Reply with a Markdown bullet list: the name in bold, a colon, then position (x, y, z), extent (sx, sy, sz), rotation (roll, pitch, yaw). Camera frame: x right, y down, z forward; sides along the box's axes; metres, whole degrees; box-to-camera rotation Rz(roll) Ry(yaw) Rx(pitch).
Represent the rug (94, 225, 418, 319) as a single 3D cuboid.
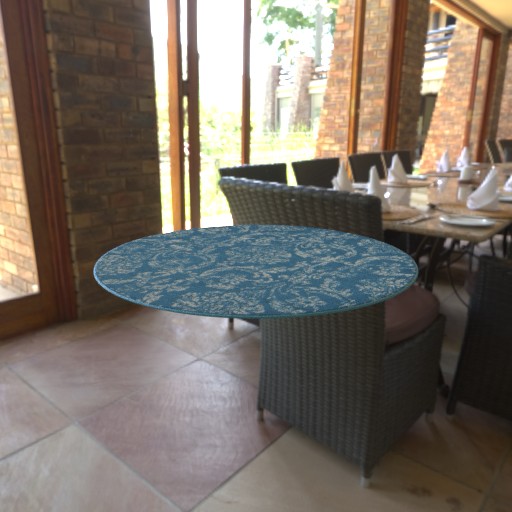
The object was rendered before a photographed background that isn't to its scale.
- **rug**: position (0.000, 0.000, 2.305), extent (1.593, 0.012, 1.593), rotation (0, 16, 0)
